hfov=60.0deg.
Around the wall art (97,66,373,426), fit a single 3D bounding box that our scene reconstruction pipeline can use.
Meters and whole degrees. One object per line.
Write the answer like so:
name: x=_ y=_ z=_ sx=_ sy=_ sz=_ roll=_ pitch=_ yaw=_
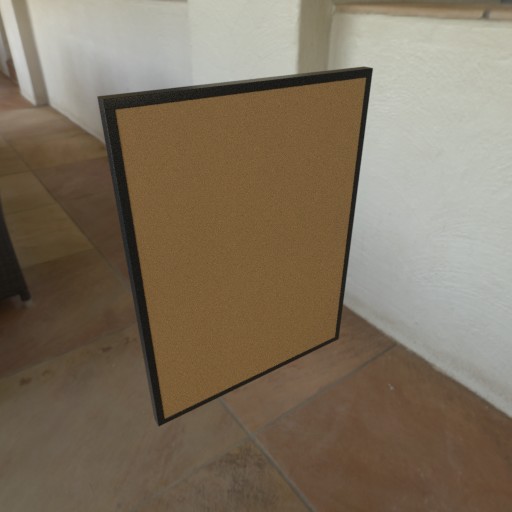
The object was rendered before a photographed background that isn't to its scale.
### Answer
wall art: x=0.000 y=0.000 z=1.419 sx=0.804 sy=1.061 sz=0.039 roll=-18 pitch=36 yaw=-28
